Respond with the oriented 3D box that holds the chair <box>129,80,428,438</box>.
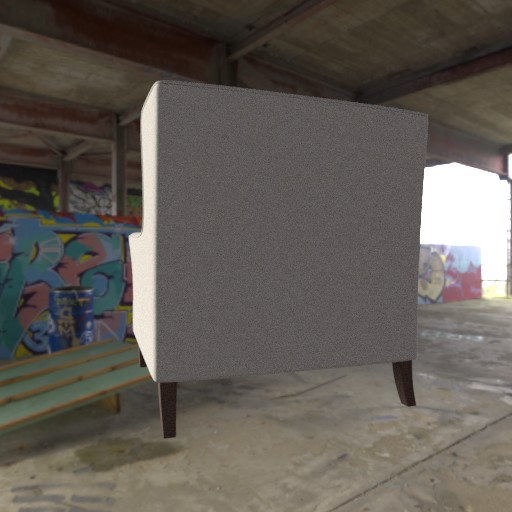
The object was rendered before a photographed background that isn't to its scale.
[{"bbox_3d":[0.000,0.000,1.856,0.982,1.056,1.040,0,0,-19],"label":"chair"}]
